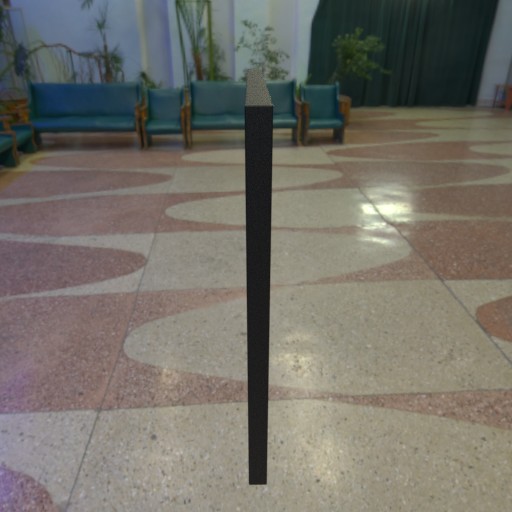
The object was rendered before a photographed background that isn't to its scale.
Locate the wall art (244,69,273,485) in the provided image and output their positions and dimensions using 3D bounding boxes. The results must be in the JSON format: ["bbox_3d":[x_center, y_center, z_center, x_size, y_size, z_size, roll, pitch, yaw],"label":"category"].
[{"bbox_3d":[0.000,0.000,0.759,0.028,0.559,0.457,0,27,-1],"label":"wall art"}]
